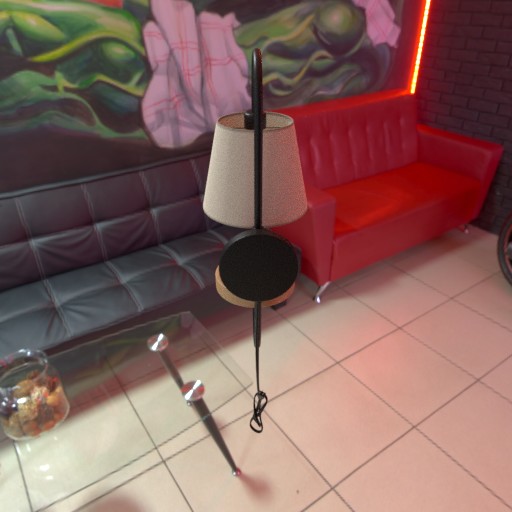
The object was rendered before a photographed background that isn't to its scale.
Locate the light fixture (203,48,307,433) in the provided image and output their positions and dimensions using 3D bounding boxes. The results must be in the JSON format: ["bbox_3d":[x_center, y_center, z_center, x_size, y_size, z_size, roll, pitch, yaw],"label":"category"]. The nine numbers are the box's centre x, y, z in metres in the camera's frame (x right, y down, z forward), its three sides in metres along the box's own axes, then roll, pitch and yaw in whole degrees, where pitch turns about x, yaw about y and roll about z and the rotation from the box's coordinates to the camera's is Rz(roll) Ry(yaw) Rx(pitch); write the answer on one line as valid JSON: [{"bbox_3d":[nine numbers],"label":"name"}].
[{"bbox_3d":[0.000,0.000,0.957,0.220,0.821,0.299,-1,31,-2],"label":"light fixture"}]
